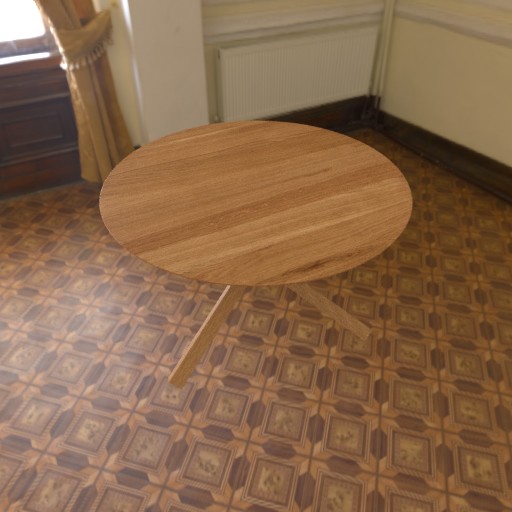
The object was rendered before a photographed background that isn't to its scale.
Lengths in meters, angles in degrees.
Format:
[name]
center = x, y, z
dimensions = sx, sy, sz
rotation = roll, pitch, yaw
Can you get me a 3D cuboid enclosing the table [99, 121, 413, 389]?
[table]
center = 0.000, 0.000, 1.733
dimensions = 1.038, 0.666, 1.038
rotation = 0, 40, 0
